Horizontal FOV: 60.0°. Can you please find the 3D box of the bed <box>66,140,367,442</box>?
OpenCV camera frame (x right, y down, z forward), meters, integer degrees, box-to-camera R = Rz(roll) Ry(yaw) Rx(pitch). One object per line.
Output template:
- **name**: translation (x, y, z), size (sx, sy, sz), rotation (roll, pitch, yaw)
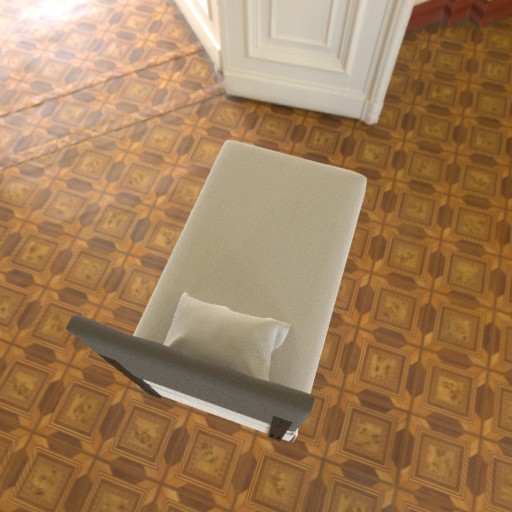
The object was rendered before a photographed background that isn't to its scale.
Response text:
- **bed**: translation (0.000, 0.000, 2.990), size (1.261, 1.571, 1.997), rotation (17, 65, 8)
